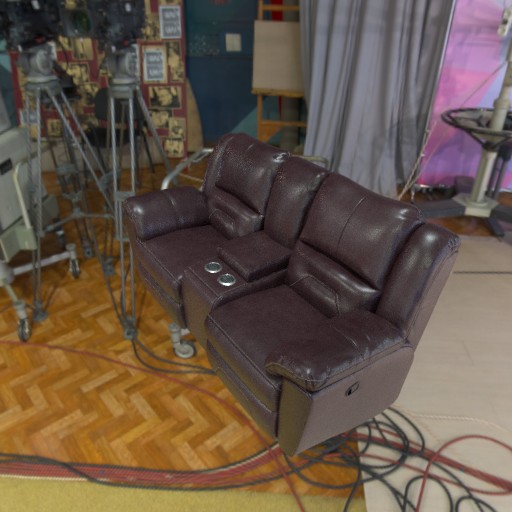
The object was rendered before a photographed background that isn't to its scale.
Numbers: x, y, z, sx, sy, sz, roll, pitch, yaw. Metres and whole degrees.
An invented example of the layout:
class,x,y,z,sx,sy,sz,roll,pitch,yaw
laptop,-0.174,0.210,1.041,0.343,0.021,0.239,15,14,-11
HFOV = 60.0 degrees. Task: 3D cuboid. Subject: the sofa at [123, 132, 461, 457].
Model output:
class,x,y,z,sx,sy,sz,roll,pitch,yaw
sofa,0.000,0.000,2.680,0.991,1.043,2.058,-20,37,-29
